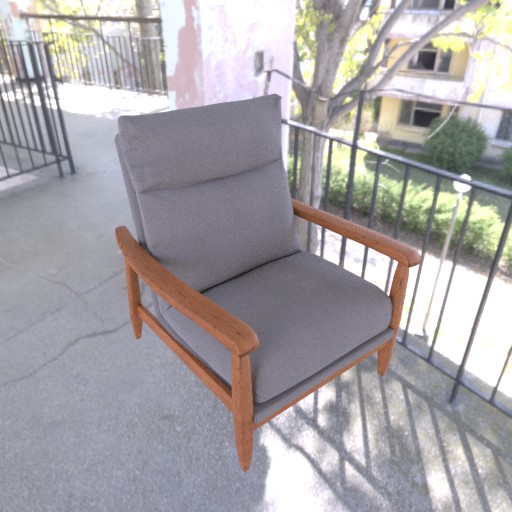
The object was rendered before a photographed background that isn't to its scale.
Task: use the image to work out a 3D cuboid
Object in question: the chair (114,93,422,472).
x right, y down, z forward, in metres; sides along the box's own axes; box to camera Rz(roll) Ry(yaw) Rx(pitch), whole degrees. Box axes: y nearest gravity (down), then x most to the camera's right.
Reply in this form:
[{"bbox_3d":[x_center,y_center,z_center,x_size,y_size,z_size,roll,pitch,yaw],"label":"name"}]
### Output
[{"bbox_3d":[0.000,0.000,1.528,0.782,0.922,0.816,-21,36,-32],"label":"chair"}]
